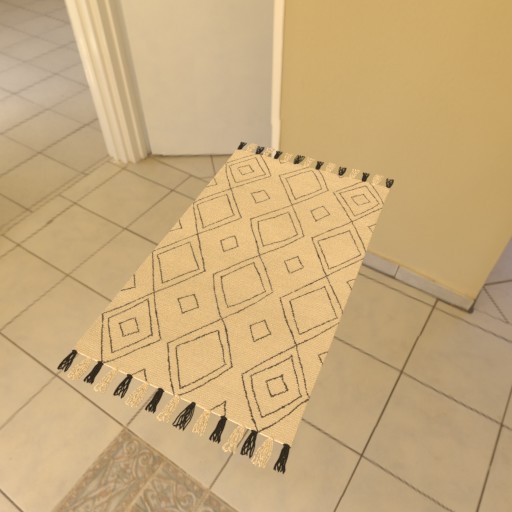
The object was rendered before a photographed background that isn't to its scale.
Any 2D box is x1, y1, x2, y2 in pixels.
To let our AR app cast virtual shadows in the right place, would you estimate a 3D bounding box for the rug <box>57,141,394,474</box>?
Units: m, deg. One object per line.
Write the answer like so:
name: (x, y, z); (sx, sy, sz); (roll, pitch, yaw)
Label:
rug: (0.000, 0.000, 3.359); (1.524, 0.021, 2.755); (18, 50, 16)
